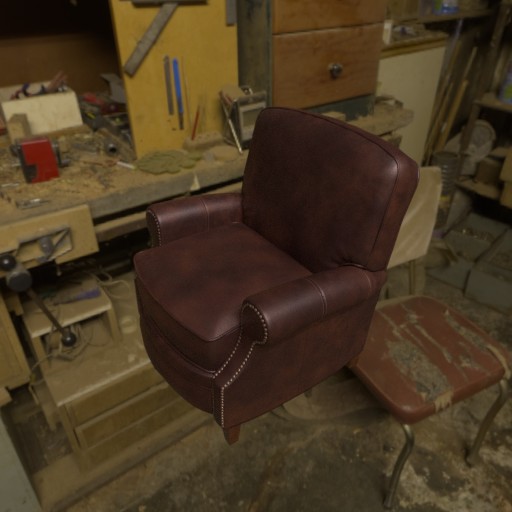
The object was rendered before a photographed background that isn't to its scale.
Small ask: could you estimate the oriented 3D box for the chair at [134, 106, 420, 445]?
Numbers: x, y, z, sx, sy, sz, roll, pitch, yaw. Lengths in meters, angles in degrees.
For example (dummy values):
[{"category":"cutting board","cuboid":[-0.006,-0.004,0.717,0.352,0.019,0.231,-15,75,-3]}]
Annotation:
[{"category":"chair","cuboid":[0.000,0.000,1.808,0.986,1.018,0.936,-21,39,-29]}]
